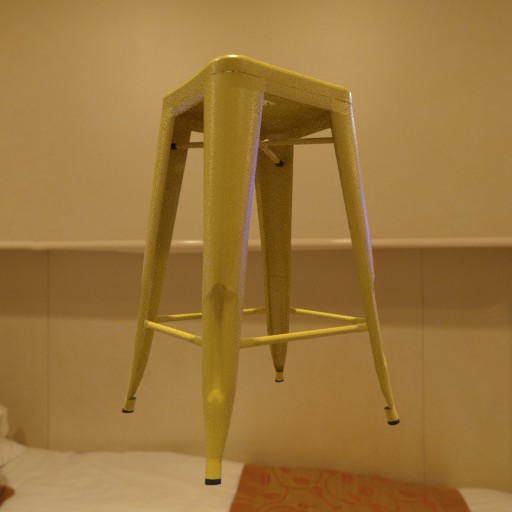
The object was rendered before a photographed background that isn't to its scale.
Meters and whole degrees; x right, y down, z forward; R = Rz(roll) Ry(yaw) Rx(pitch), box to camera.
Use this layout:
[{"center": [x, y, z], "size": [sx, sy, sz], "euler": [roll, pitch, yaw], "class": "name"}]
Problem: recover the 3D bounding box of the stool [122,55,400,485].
[{"center": [0.000, 0.000, 0.835], "size": [0.399, 0.609, 0.359], "euler": [0, 0, -35], "class": "stool"}]
